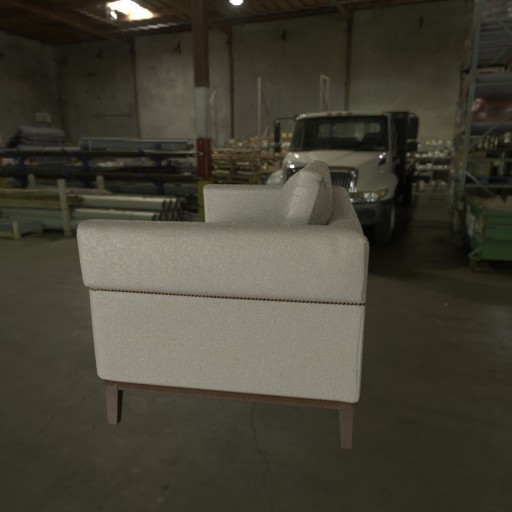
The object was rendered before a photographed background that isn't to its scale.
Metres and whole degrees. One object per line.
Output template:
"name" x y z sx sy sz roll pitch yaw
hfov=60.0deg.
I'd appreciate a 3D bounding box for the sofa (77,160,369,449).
"sofa" 0.000 0.000 2.112 0.899 0.873 1.598 2 14 9
